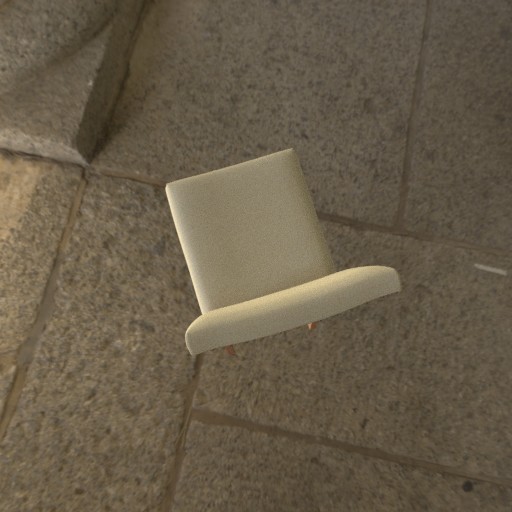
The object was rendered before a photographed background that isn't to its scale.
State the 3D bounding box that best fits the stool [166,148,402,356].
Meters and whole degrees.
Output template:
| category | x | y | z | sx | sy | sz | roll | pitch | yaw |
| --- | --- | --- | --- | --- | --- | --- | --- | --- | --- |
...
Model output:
| category | x | y | z | sx | sy | sz | roll | pitch | yaw |
| --- | --- | --- | --- | --- | --- | --- | --- | --- | --- |
| stool | 0.000 | 0.000 | 1.474 | 0.445 | 1.168 | 0.584 | -17 | 77 | -4 |
